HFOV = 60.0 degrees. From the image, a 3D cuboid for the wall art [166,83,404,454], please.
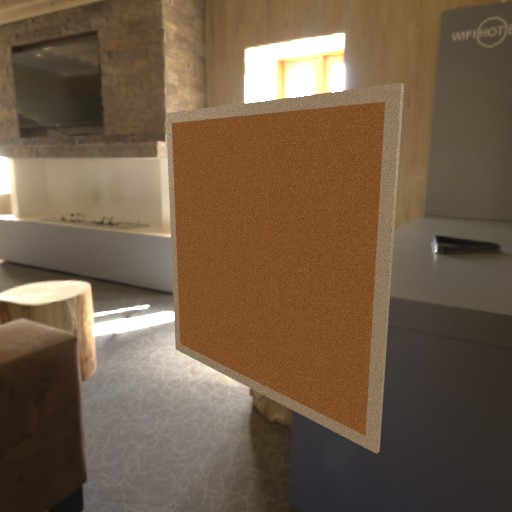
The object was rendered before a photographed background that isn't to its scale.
[{"bbox_3d":[0.000,0.000,0.845,0.009,0.559,0.558,-12,17,-43],"label":"wall art"}]
